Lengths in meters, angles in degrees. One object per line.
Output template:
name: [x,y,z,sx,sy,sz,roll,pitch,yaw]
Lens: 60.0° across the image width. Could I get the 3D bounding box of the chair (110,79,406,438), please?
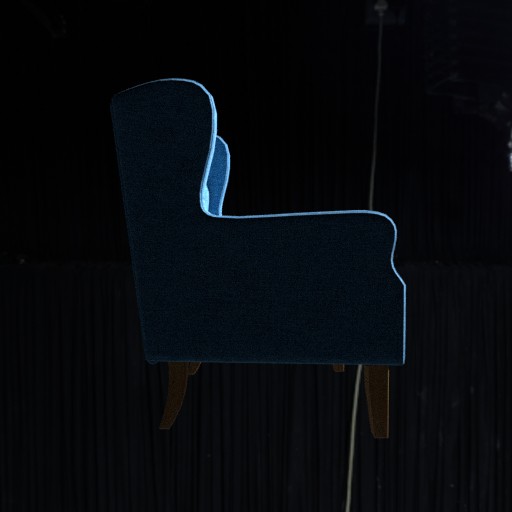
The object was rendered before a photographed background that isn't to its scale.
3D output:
chair: [0.000,0.000,1.487,0.775,0.952,0.711,0,2,0]
